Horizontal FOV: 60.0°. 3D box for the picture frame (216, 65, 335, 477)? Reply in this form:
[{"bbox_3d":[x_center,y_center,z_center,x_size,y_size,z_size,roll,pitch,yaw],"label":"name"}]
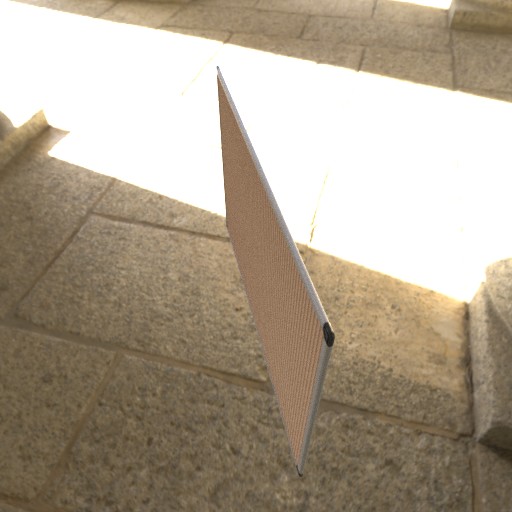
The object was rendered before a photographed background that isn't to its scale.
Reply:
[{"bbox_3d":[0.000,0.000,1.128,0.010,0.600,0.900,-10,47,-9],"label":"picture frame"}]
